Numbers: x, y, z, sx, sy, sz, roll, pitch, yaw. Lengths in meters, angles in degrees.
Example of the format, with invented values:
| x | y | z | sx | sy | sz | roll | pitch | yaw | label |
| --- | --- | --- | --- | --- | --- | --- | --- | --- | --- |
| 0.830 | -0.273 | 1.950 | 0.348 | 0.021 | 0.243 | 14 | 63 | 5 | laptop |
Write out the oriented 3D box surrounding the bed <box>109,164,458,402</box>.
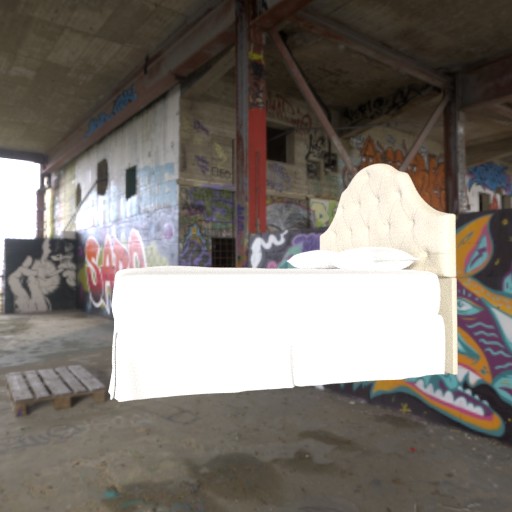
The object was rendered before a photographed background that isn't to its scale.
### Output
| x | y | z | sx | sy | sz | roll | pitch | yaw | label |
| --- | --- | --- | --- | --- | --- | --- | --- | --- | --- |
| 0.000 | 0.000 | 3.578 | 2.214 | 1.615 | 2.008 | 0 | -2 | -17 | bed |
